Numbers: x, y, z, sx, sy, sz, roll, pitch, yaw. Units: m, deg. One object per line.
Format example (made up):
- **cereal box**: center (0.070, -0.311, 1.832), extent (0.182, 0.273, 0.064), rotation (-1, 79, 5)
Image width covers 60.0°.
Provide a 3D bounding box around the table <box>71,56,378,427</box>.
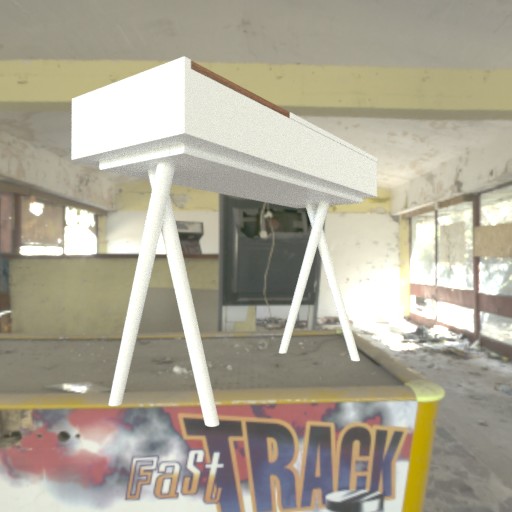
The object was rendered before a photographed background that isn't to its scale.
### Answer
- **table**: center (0.000, 0.000, 1.437), extent (0.418, 0.785, 1.066), rotation (-1, -1, 36)
